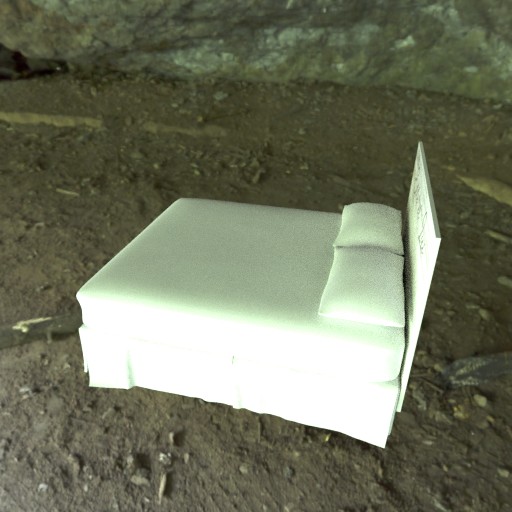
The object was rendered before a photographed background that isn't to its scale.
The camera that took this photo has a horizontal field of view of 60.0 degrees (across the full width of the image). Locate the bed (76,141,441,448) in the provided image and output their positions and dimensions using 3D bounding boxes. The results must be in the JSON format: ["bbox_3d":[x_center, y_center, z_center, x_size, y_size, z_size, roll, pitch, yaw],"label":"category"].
[{"bbox_3d":[0.000,0.000,3.150,2.094,1.335,1.745,8,31,13],"label":"bed"}]
